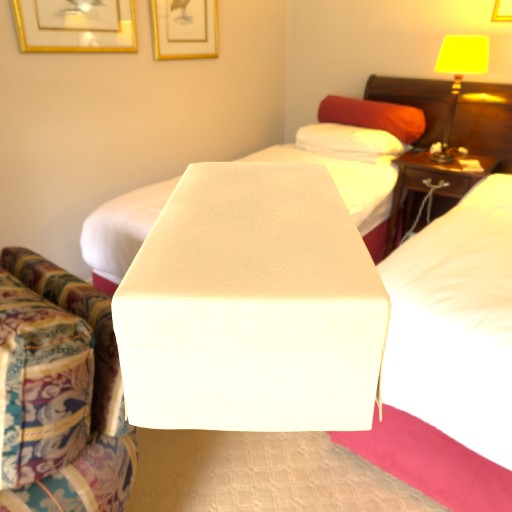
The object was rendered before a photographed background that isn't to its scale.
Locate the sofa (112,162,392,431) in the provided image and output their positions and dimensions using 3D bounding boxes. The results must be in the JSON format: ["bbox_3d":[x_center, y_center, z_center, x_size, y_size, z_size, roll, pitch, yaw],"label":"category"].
[{"bbox_3d":[0.000,0.000,2.184,0.939,0.552,1.677,0,26,1],"label":"sofa"}]
